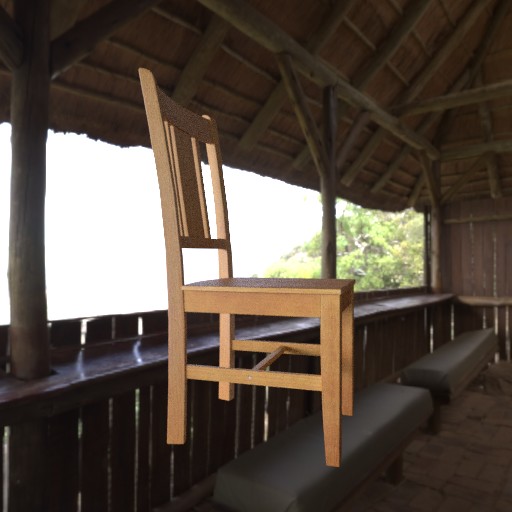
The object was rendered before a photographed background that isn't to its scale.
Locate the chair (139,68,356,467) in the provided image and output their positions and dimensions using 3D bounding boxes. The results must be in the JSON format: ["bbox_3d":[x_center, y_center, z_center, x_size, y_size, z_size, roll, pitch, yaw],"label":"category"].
[{"bbox_3d":[0.000,0.000,1.314,0.556,0.998,0.450,0,1,17],"label":"chair"}]
